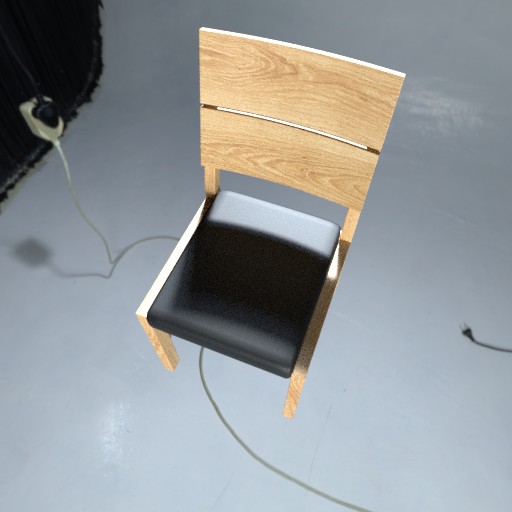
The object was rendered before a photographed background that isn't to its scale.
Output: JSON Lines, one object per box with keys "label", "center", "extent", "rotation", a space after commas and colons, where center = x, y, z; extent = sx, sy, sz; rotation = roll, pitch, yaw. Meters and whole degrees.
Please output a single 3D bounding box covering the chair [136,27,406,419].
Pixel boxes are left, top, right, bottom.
{"label": "chair", "center": [0.000, 0.000, 1.253], "extent": [0.475, 0.950, 0.569], "rotation": [18, 60, 11]}
